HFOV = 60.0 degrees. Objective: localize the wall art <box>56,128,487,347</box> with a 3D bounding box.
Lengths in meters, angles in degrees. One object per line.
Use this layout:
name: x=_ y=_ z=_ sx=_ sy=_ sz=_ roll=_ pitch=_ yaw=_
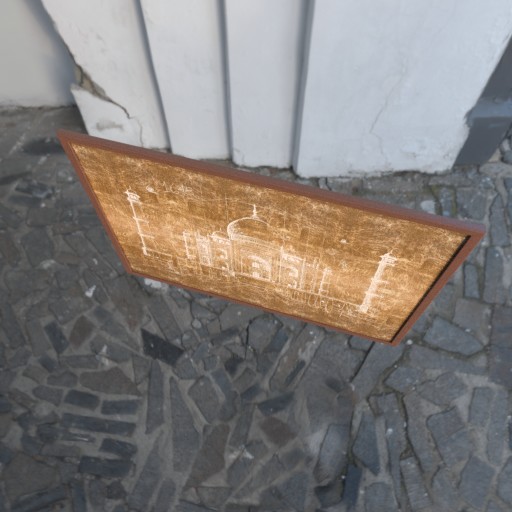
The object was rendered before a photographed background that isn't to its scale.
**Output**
wall art: x=0.000 y=0.000 z=0.852 sx=0.660 sy=0.455 sz=0.014 roll=14 pitch=60 yaw=9
